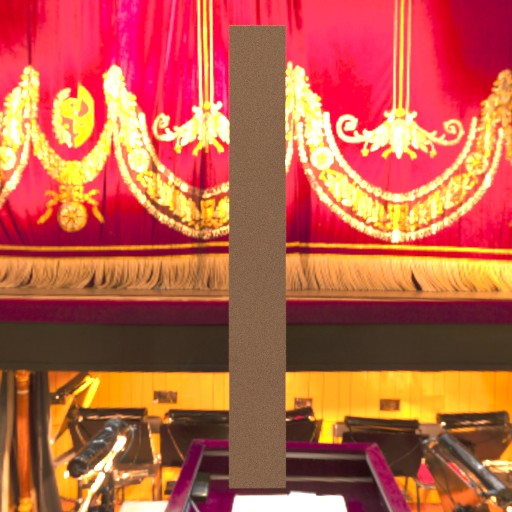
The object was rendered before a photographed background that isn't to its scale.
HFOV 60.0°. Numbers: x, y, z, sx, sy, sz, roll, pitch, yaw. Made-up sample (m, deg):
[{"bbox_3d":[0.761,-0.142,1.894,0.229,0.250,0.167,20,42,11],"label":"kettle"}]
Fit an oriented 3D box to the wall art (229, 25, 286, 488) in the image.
[{"bbox_3d":[0.000,0.000,0.444,0.038,0.305,0.305,0,0,0],"label":"wall art"}]
